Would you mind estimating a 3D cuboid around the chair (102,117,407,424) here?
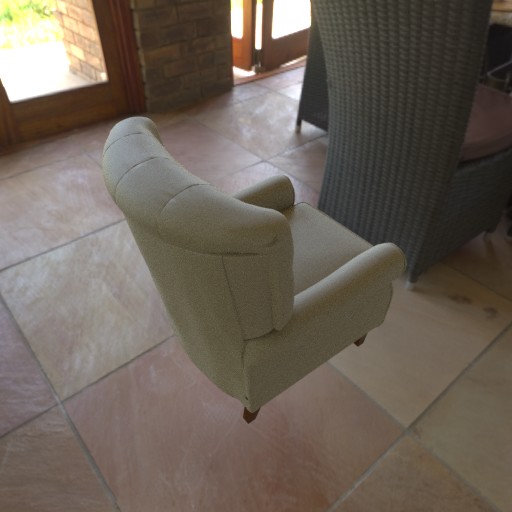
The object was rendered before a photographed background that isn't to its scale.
[{"bbox_3d":[0.000,0.000,1.909,1.059,1.158,0.943,-26,47,-27],"label":"chair"}]
